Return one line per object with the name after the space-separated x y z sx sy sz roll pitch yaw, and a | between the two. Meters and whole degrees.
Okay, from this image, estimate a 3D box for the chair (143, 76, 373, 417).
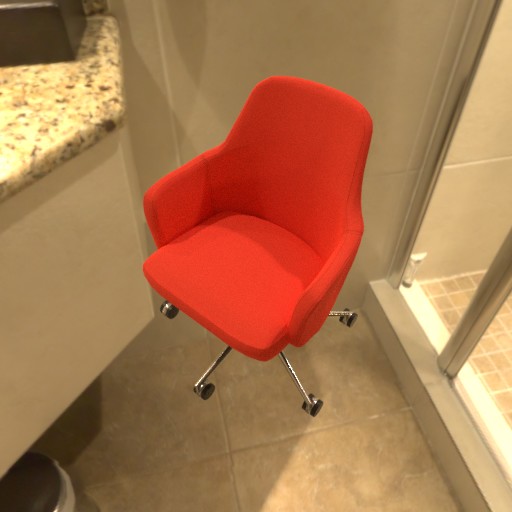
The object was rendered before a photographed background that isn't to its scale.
0.000 0.000 1.272 0.655 0.820 0.600 31 53 26 | chair
